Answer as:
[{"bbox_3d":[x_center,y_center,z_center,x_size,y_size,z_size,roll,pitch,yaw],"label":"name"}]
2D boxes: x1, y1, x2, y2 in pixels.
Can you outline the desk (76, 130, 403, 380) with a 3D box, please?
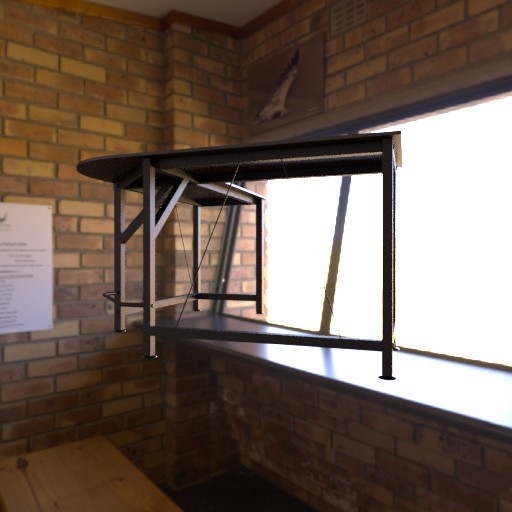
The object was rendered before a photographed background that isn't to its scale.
[{"bbox_3d":[0.000,0.000,2.218,1.400,0.762,1.400,0,0,19],"label":"desk"}]
